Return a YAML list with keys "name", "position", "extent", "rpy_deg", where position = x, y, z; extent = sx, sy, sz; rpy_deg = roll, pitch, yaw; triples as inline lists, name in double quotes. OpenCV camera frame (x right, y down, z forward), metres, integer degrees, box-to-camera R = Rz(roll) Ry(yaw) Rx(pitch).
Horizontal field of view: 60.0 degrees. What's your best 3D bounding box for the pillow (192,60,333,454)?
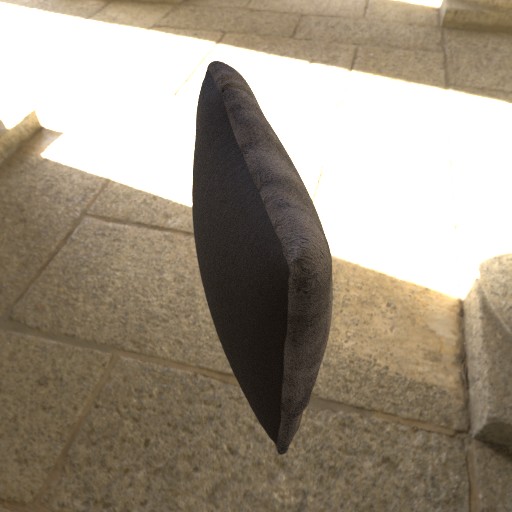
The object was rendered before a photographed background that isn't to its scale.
- name: "pillow"
  position: [0.000, 0.000, 0.787]
  extent: [0.204, 0.520, 0.522]
  rpy_deg: [-11, 48, -10]
